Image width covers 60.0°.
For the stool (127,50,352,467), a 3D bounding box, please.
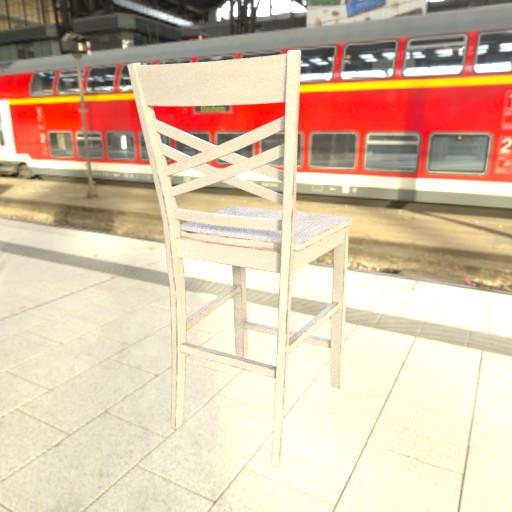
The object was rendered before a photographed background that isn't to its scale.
[{"bbox_3d":[0.000,0.000,1.375,0.462,1.079,0.539,8,18,26],"label":"stool"}]
